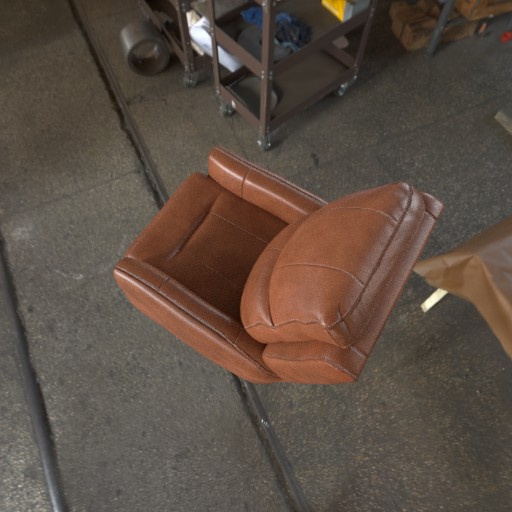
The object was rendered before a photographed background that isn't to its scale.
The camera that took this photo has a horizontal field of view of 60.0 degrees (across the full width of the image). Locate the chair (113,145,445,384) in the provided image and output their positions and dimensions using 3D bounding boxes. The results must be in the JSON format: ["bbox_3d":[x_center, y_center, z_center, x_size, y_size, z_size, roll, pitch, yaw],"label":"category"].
[{"bbox_3d":[0.000,0.000,1.816,1.072,1.016,0.821,29,68,13],"label":"chair"}]
